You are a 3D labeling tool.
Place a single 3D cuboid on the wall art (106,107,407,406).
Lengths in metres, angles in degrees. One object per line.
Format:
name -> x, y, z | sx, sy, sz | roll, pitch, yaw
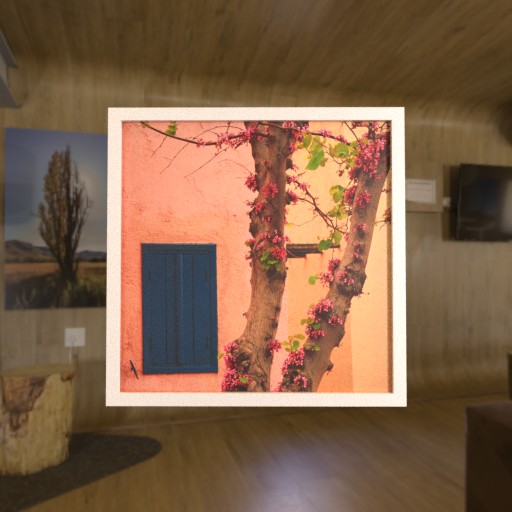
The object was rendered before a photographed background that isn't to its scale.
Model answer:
wall art -> 0.000, 0.000, 0.772 | 0.507, 0.508, 0.038 | 0, -1, 0
